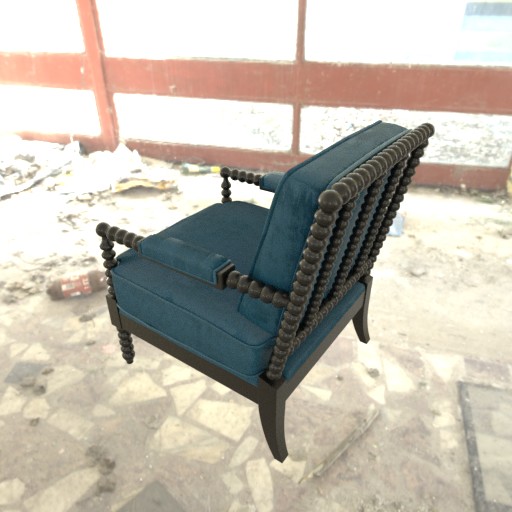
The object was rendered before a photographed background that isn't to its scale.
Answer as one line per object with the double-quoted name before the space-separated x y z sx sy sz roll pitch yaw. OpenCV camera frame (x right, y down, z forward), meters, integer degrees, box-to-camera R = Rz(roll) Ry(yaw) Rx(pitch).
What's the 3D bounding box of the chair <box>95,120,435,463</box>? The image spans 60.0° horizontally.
"chair" 0.000 0.000 1.434 0.805 0.857 0.688 20 36 29
